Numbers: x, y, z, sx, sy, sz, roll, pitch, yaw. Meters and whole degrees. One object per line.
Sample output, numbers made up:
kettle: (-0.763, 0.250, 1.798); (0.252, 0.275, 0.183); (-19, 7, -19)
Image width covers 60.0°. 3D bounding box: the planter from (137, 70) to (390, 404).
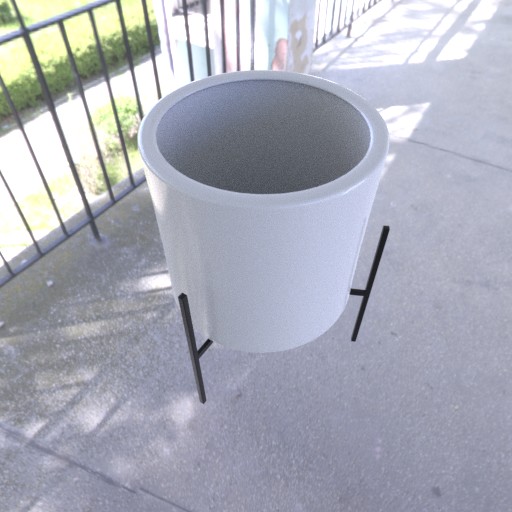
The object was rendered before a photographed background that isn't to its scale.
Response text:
planter: (0.000, 0.000, 0.748); (0.360, 0.480, 0.361); (26, 52, 22)
